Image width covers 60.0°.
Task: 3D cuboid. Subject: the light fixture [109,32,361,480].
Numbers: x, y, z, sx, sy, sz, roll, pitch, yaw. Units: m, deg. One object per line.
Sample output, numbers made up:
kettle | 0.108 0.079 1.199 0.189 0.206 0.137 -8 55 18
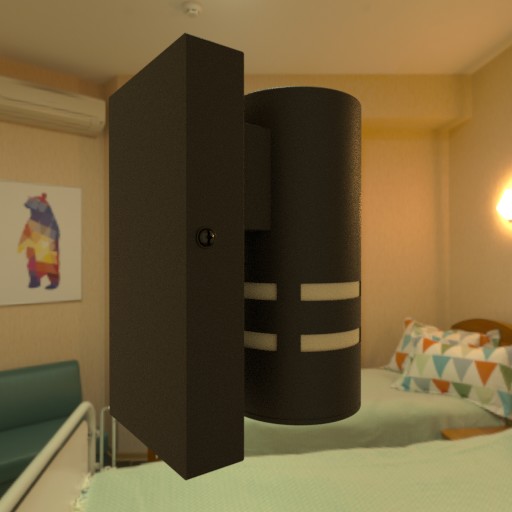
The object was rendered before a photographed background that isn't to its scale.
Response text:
light fixture | 0.000 0.000 0.254 0.138 0.179 0.098 0 0 -37
